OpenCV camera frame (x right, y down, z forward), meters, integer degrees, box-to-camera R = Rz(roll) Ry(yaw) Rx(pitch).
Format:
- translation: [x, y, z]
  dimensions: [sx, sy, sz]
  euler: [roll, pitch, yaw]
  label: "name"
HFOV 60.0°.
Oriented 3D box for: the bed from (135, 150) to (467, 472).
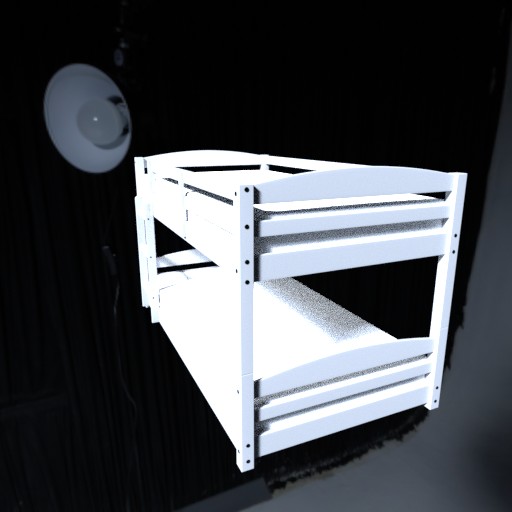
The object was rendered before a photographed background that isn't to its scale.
- translation: [0.000, 0.000, 2.733]
  dimensions: [1.105, 1.206, 2.013]
  euler: [-7, 17, -24]
  label: "bed"
